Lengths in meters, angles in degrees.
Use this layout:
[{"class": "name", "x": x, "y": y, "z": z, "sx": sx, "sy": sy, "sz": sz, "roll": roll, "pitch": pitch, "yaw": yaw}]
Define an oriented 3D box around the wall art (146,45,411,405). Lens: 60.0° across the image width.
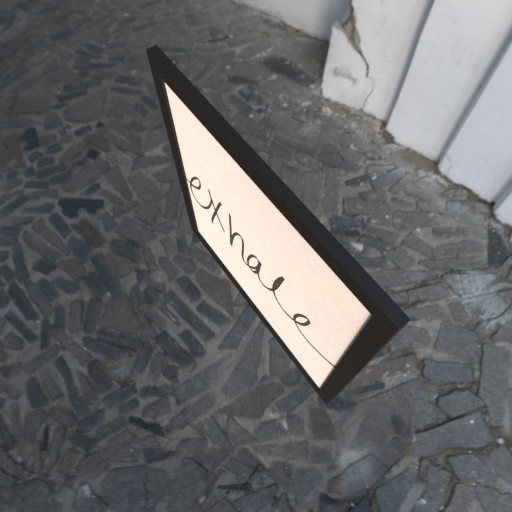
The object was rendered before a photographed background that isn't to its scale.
[{"class": "wall art", "x": 0.000, "y": 0.000, "z": 0.538, "sx": 0.012, "sy": 0.357, "sz": 0.358, "roll": -33, "pitch": 68, "yaw": -15}]
